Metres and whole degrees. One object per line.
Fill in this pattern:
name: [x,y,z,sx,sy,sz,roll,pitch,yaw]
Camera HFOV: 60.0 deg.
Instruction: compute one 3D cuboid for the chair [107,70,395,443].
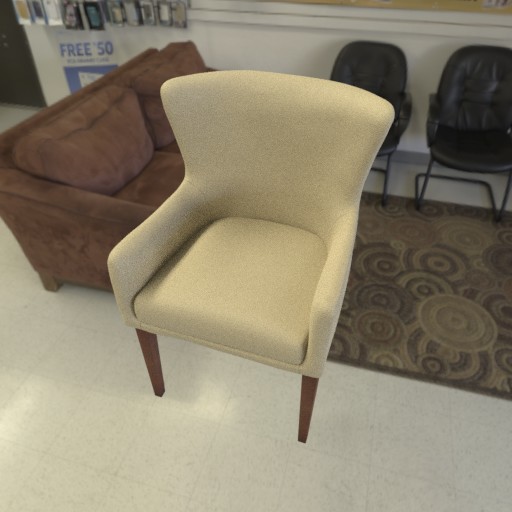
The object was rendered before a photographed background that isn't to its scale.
chair: [0.000,0.000,1.408,0.660,0.952,0.686,12,41,14]
